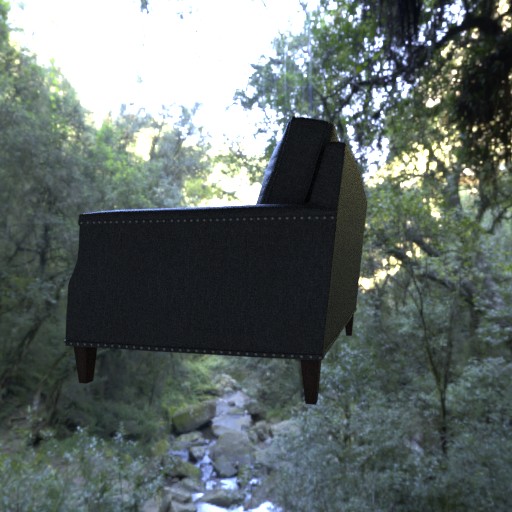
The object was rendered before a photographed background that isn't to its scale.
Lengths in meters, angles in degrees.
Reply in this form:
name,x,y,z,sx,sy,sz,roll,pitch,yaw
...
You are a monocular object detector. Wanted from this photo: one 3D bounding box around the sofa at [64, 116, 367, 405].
name,x,y,z,sx,sy,sz,roll,pitch,yaw
sofa,0.000,0.000,2.294,1.084,1.003,1.597,0,-1,17
